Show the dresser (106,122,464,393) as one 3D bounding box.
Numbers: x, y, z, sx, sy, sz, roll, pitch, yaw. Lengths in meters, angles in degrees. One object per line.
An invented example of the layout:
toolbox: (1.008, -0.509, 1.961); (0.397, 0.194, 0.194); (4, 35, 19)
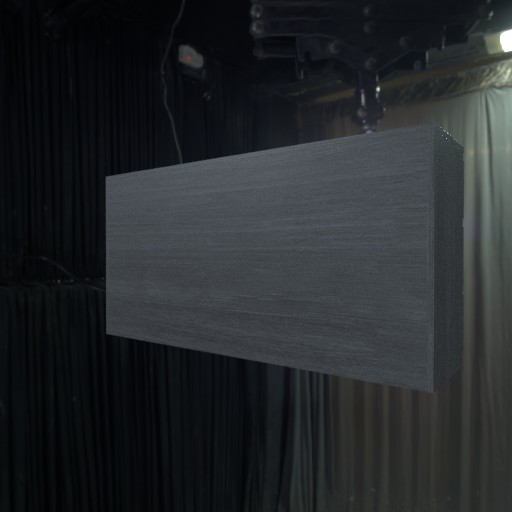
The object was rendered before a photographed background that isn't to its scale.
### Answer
dresser: (0.000, 0.000, 1.931); (1.590, 0.795, 0.400); (0, 1, 36)
